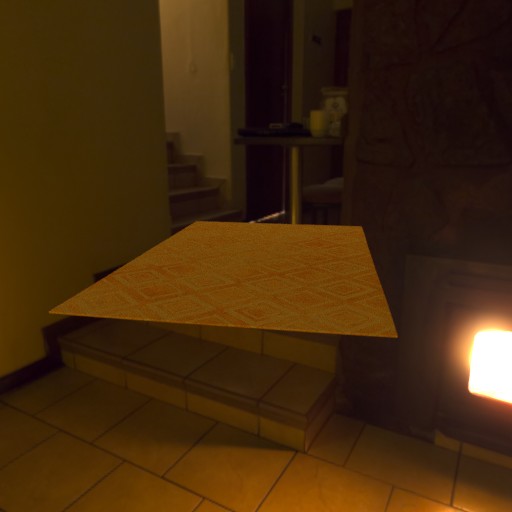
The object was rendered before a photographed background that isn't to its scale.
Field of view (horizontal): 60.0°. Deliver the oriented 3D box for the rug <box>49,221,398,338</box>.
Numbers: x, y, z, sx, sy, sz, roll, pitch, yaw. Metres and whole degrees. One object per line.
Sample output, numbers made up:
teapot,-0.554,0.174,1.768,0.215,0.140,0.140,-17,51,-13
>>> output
rug,0.000,0.000,2.359,1.213,0.010,1.829,2,15,9
